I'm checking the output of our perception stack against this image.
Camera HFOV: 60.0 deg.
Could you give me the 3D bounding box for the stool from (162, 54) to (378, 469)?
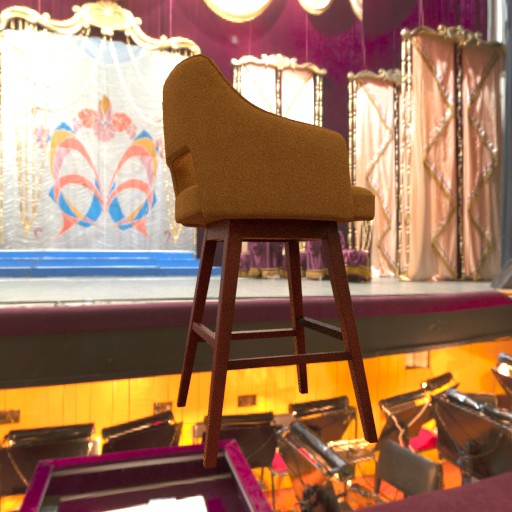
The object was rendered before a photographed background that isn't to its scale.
[{"bbox_3d":[0.000,0.000,1.340,0.558,1.012,0.548,0,0,-18],"label":"stool"}]
